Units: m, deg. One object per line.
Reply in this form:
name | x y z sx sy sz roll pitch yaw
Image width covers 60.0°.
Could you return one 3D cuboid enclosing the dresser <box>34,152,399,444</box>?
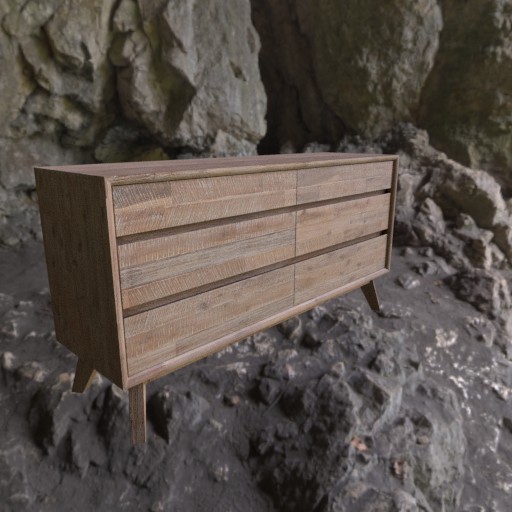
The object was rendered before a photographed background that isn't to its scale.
dresser | 0.000 0.000 1.895 0.455 0.805 1.554 15 21 42
